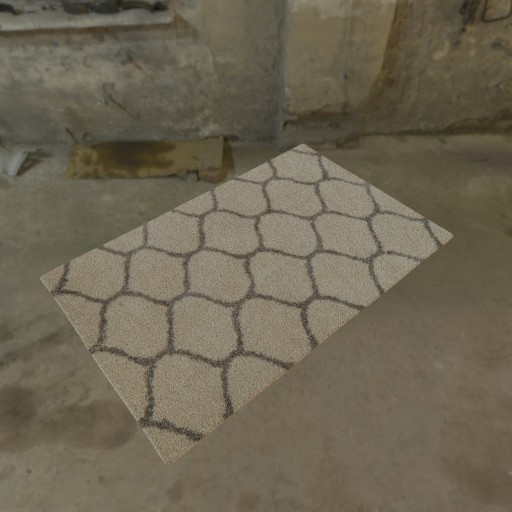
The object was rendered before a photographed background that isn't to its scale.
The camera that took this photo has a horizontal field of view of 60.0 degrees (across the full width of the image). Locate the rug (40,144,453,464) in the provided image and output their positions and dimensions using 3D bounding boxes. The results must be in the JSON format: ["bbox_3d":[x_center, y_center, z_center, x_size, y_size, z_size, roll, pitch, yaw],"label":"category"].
[{"bbox_3d":[0.000,0.000,2.953,2.348,0.024,1.501,-32,55,-26],"label":"rug"}]
